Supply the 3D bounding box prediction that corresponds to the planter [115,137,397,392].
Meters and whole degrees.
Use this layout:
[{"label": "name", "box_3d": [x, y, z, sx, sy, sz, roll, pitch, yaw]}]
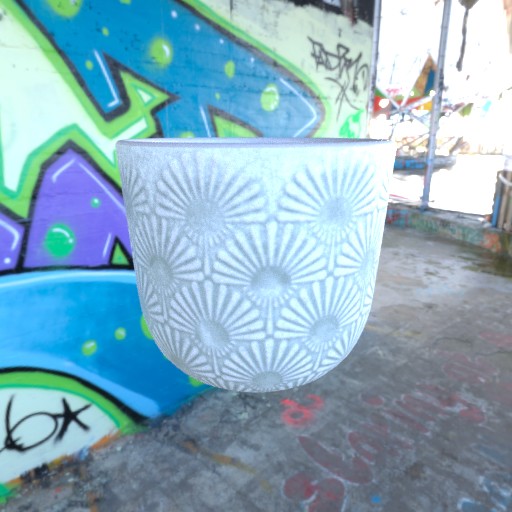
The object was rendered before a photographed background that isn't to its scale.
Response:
[{"label": "planter", "box_3d": [0.000, 0.000, 0.299, 0.170, 0.152, 0.170, 0, 16, 0]}]
